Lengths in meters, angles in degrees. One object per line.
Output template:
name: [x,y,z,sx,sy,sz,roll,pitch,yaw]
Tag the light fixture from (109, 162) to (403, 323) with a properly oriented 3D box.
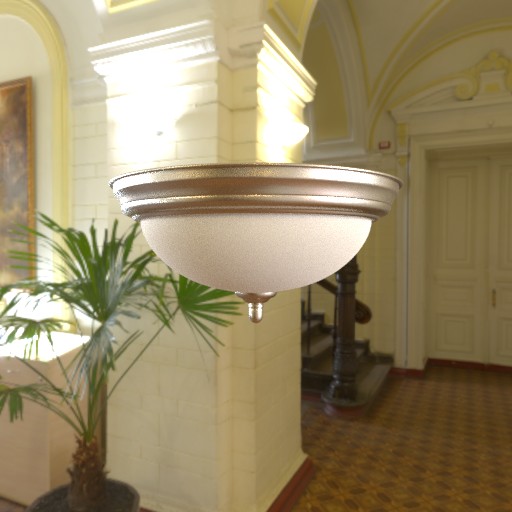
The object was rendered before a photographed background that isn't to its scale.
light fixture: [0.000,0.000,0.445,0.280,0.135,0.280,0,1,0]
